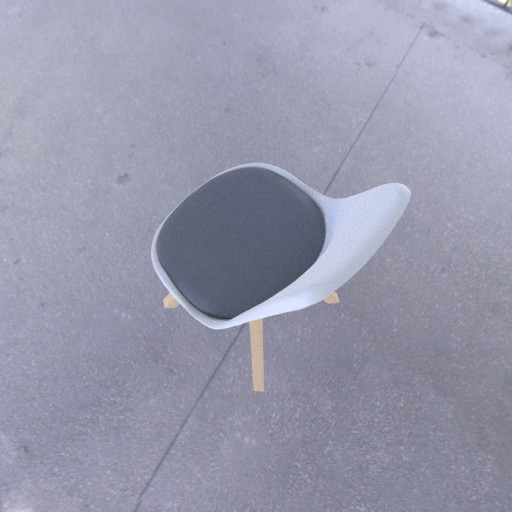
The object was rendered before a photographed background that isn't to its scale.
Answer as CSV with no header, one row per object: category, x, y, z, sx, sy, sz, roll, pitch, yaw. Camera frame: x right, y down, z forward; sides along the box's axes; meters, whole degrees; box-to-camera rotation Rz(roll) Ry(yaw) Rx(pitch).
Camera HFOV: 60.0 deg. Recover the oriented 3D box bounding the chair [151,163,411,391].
chair,0.000,0.000,1.212,0.550,0.850,0.485,39,71,16
